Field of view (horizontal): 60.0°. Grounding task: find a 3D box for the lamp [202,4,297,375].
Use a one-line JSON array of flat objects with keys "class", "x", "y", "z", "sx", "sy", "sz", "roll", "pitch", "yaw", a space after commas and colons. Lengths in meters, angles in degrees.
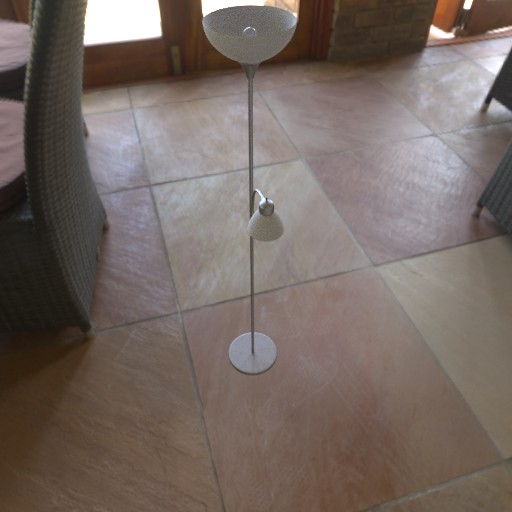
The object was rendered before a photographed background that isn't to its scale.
[{"class": "lamp", "x": 0.000, "y": 0.000, "z": 1.873, "sx": 0.279, "sy": 1.804, "sz": 0.425, "roll": -10, "pitch": 47, "yaw": -10}]
